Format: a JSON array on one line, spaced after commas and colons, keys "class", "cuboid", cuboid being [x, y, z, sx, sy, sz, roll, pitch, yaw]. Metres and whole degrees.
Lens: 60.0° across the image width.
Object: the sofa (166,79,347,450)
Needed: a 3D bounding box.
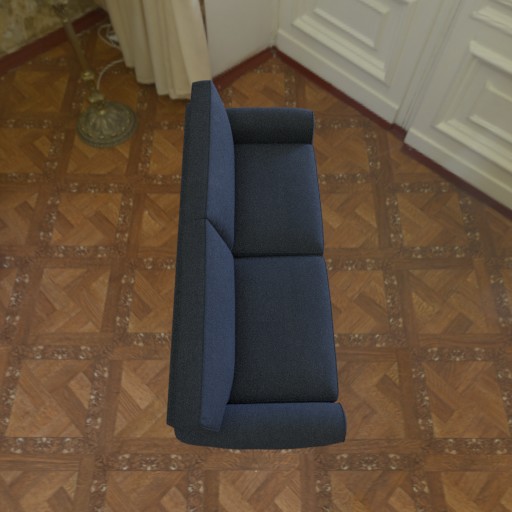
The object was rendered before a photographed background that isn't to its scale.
[{"class": "sofa", "cuboid": [0.000, 0.000, 2.972, 0.954, 1.026, 2.391, -1, 64, -1]}]
